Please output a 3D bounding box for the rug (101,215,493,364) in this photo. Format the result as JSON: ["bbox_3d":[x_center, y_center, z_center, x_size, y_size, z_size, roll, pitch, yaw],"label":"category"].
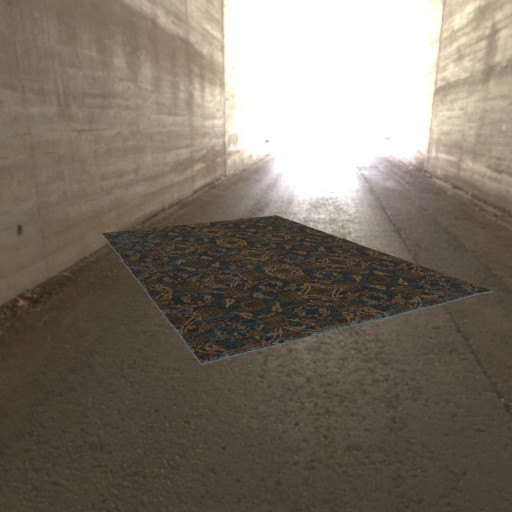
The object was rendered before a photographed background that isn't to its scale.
[{"bbox_3d":[0.000,0.000,4.236,2.337,0.013,3.291,-8,18,-26],"label":"rug"}]
